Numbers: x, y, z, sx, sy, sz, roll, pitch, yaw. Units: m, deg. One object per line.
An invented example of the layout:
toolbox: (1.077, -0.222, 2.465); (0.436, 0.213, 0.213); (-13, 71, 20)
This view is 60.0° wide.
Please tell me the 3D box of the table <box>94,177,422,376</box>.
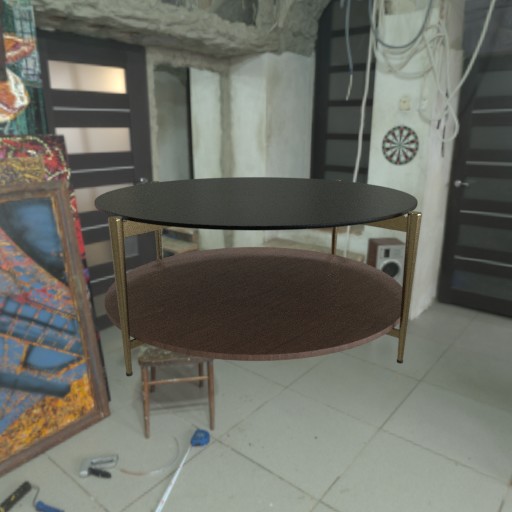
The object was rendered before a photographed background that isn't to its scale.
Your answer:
table: (0.000, 0.000, 1.418); (0.938, 0.400, 0.938); (3, 16, 9)
